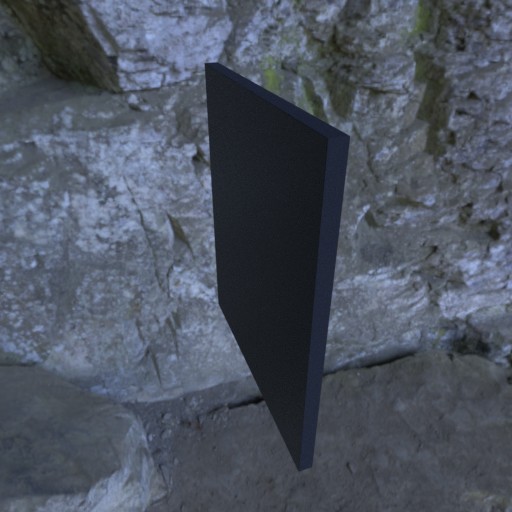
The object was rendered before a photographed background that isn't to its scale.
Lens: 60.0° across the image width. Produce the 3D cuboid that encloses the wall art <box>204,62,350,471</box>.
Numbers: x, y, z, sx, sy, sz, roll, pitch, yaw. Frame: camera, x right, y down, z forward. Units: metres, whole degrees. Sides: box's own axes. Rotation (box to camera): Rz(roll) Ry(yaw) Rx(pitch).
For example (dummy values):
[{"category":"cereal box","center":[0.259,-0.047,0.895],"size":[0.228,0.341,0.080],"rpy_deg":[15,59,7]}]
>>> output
[{"category":"wall art","center":[0.000,0.000,0.700],"size":[0.023,0.505,0.428],"rpy_deg":[-11,34,-17]}]
